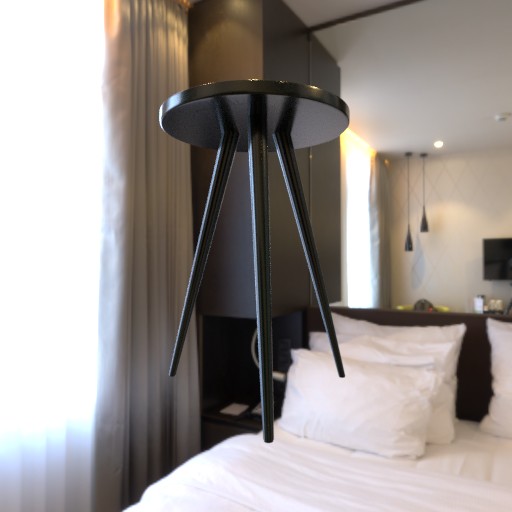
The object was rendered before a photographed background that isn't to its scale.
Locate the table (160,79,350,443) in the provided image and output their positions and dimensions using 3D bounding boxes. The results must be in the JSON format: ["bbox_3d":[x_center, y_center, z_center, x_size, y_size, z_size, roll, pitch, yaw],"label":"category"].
[{"bbox_3d":[0.000,0.000,0.851,0.403,0.548,0.415,0,-1,0],"label":"table"}]
